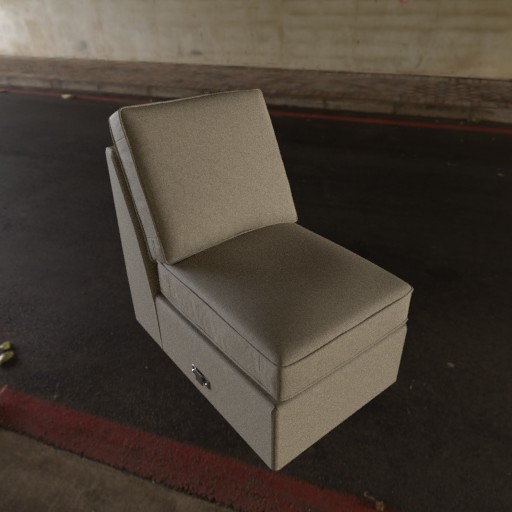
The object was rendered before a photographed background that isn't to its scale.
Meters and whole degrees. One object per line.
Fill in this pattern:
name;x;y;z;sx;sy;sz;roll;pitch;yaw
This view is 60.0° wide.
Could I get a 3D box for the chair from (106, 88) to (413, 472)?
chair;0.000;0.000;1.683;0.674;1.058;1.020;-22;37;-32
